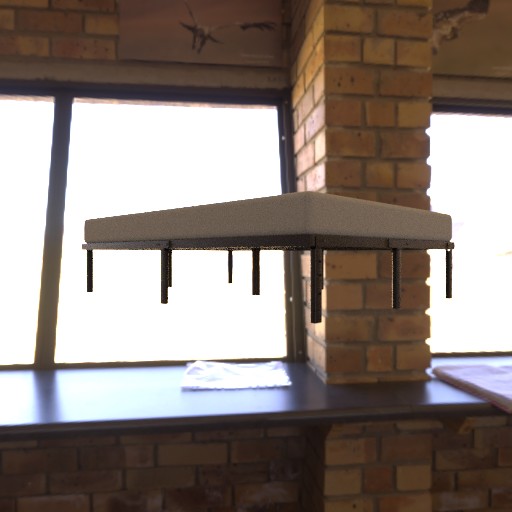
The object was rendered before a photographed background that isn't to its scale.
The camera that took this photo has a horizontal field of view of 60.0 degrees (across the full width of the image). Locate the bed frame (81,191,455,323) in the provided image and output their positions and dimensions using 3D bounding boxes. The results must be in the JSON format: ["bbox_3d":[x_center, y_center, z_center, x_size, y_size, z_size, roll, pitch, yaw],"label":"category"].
[{"bbox_3d":[0.000,0.000,3.813,2.205,0.680,2.842,0,0,-38],"label":"bed frame"}]
